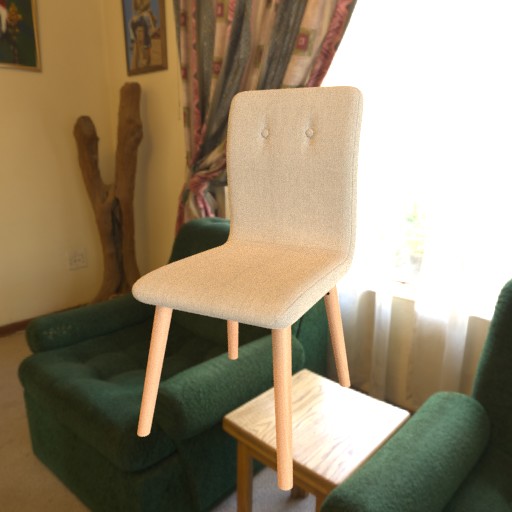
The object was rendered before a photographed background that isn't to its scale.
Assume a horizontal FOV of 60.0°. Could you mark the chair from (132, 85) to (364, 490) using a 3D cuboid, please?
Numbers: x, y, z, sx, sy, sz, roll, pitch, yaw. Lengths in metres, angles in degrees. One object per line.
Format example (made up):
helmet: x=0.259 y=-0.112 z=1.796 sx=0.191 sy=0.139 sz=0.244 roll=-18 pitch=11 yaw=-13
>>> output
chair: x=0.000 y=0.000 z=1.177 sx=0.435 sy=0.885 sz=0.550 roll=7 pitch=16 yaw=26
